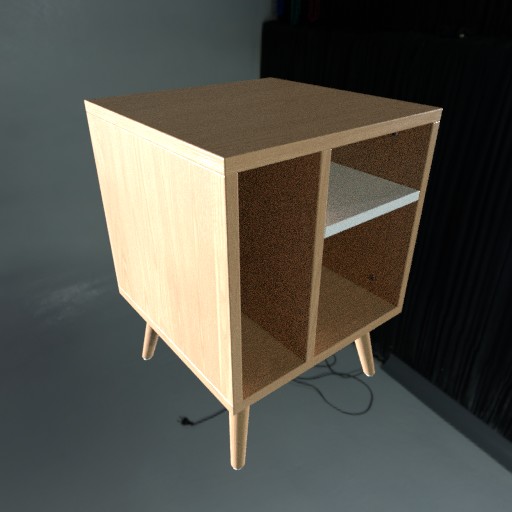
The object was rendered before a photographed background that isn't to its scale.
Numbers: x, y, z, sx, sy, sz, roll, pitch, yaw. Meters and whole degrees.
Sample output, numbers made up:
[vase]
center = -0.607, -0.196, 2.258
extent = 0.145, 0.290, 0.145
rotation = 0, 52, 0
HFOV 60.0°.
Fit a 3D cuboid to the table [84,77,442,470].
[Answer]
[table]
center = 0.000, 0.000, 0.832
extent = 0.400, 0.550, 0.400
rotation = -21, 36, -33
